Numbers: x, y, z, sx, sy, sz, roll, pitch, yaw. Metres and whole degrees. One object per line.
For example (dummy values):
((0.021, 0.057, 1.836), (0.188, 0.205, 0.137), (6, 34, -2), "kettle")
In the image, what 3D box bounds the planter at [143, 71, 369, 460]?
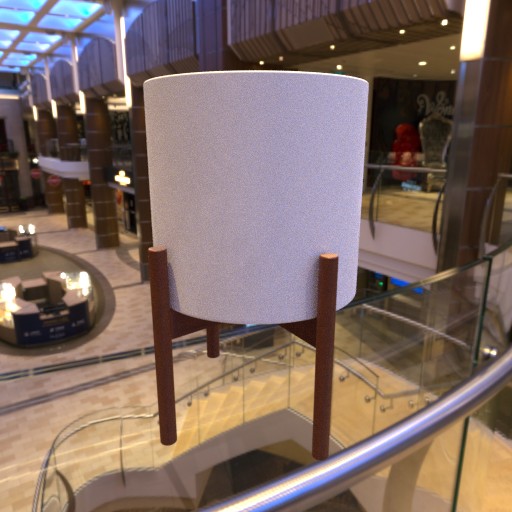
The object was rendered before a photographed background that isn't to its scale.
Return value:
((0.000, 0.000, 0.931), (0.417, 0.670, 0.417), (2, 15, 9), "planter")
